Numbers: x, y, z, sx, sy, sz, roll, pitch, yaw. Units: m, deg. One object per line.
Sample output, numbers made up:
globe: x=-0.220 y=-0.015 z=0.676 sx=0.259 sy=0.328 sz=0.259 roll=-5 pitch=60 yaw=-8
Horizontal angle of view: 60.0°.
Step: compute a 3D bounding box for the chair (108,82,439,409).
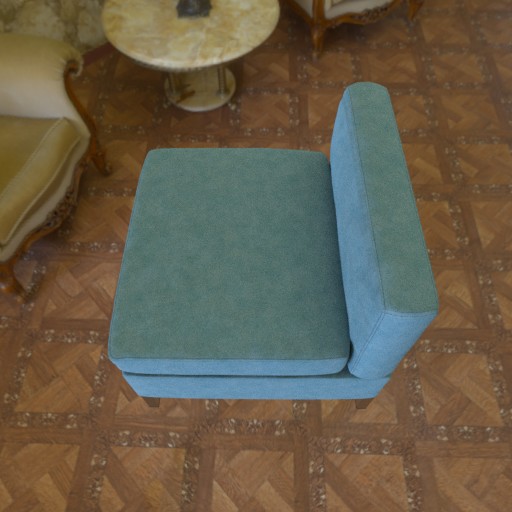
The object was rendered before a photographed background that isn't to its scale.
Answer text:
chair: x=0.000 y=0.000 z=1.224 sx=0.685 sy=0.660 sz=0.684 roll=0 pitch=57 yaw=0
